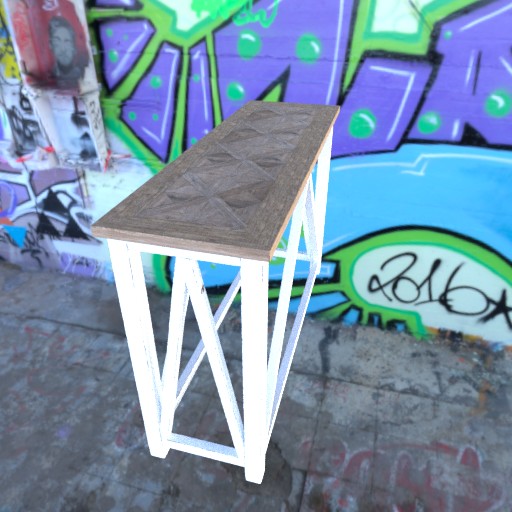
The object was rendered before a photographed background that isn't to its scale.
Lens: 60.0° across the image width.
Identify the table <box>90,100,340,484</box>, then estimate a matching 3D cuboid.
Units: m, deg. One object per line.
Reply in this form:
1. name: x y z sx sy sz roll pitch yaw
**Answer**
1. table: 0.000 0.000 1.841 0.450 0.930 1.400 8 33 13
